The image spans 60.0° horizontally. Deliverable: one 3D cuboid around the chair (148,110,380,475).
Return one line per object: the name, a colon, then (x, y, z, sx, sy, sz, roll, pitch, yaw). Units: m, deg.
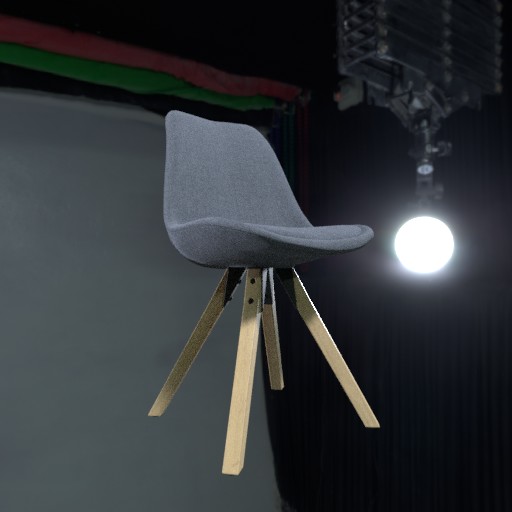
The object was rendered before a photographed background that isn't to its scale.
chair: (0.000, 0.000, 1.166, 0.485, 0.850, 0.550, 0, 0, -35)
